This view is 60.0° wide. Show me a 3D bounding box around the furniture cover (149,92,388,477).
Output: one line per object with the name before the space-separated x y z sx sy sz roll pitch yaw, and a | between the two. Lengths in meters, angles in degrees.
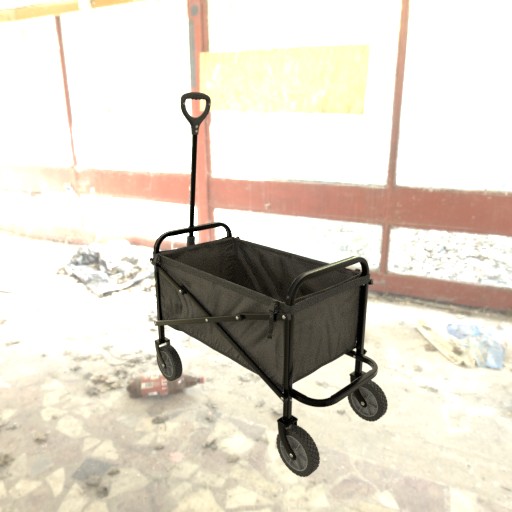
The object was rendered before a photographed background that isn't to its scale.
furniture cover | 0.000 0.000 1.814 0.532 1.295 1.038 -15 22 -41
